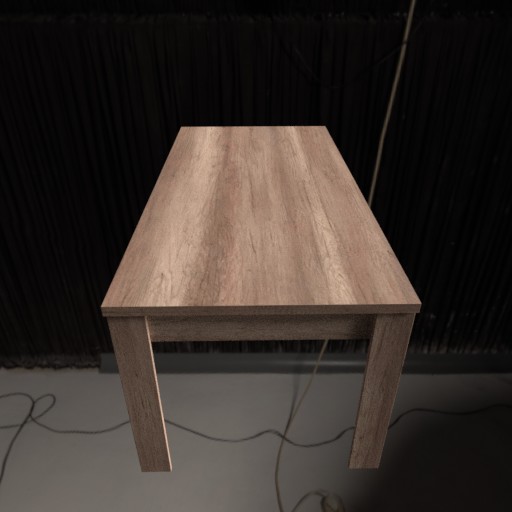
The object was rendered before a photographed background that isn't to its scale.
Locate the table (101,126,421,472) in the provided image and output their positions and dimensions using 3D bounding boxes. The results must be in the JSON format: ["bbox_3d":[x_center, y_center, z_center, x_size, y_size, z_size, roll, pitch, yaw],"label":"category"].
[{"bbox_3d":[0.000,0.000,2.215,0.900,0.790,1.800,-1,32,-1],"label":"table"}]
